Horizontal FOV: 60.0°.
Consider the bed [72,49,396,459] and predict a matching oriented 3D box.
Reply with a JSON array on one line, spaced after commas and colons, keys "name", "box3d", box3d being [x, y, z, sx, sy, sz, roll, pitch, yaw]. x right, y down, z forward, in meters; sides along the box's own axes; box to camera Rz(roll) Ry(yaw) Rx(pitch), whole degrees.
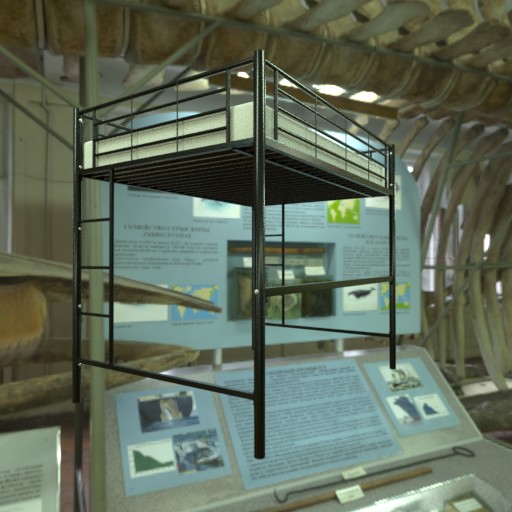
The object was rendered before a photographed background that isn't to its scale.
[{"name": "bed", "box3d": [0.000, 0.000, 3.149, 1.397, 1.803, 1.994, 0, -1, 34]}]
